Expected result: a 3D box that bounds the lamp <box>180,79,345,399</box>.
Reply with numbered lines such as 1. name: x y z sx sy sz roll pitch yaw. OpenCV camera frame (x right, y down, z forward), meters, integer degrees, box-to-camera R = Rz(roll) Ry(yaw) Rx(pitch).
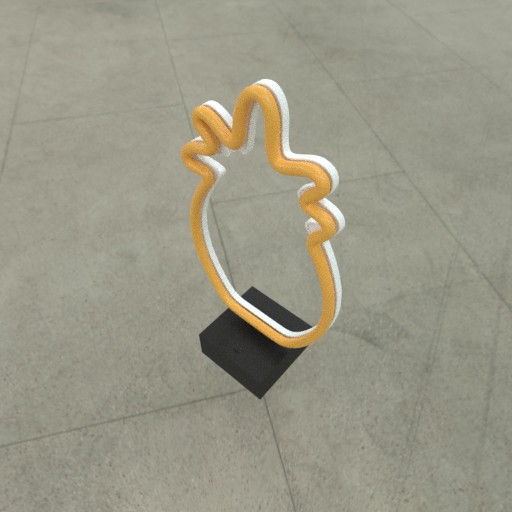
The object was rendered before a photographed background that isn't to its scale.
1. lamp: 0.000 0.000 0.394 0.167 0.317 0.088 32 55 26
